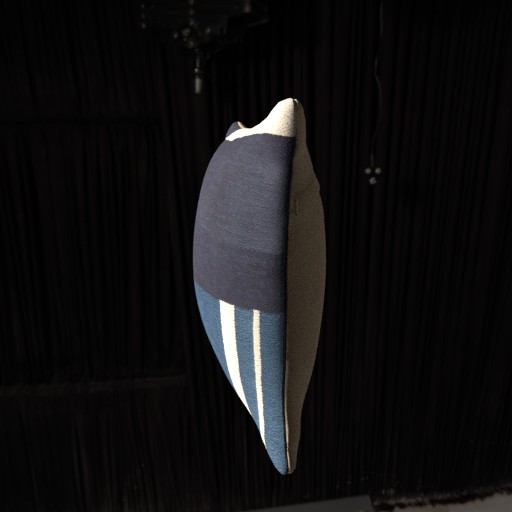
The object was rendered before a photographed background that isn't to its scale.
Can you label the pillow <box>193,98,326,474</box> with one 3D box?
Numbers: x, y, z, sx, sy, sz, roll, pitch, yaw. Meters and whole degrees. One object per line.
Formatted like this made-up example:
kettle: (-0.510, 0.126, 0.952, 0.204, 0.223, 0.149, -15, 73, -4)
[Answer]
pillow: (0.000, 0.000, 0.812, 0.229, 0.506, 0.536, -3, 15, -10)
